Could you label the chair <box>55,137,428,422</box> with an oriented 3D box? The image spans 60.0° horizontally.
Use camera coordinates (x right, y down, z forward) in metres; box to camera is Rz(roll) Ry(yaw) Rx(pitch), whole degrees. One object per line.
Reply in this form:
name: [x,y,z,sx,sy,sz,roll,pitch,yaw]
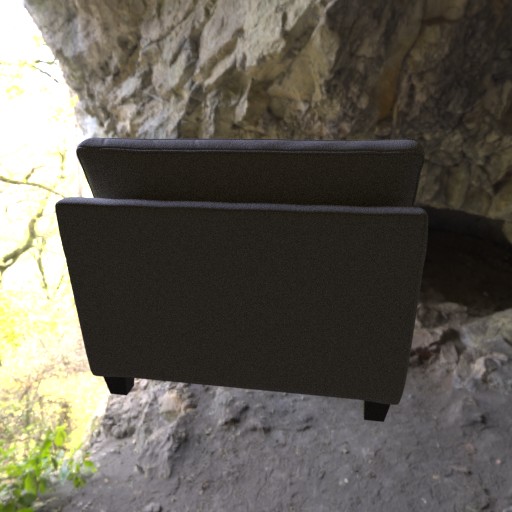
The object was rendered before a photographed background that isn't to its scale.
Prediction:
chair: [0.000,0.000,1.937,1.220,1.016,1.040,3,17,9]
